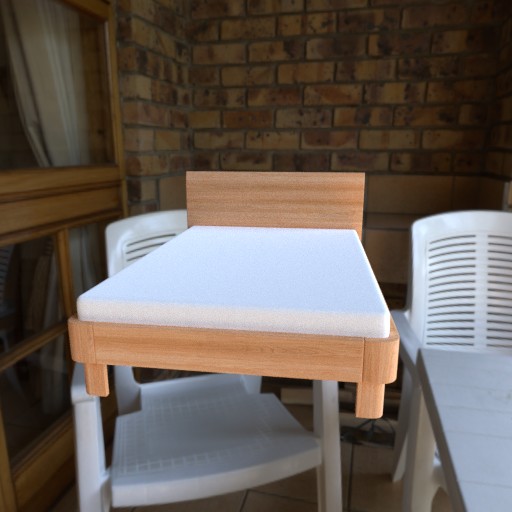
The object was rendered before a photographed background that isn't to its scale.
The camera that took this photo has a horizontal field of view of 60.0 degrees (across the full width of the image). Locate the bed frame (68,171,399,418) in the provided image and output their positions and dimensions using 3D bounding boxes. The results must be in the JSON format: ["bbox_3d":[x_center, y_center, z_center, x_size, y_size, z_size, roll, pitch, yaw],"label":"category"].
[{"bbox_3d":[0.000,0.000,2.807,1.472,0.940,1.992,2,14,8],"label":"bed frame"}]
